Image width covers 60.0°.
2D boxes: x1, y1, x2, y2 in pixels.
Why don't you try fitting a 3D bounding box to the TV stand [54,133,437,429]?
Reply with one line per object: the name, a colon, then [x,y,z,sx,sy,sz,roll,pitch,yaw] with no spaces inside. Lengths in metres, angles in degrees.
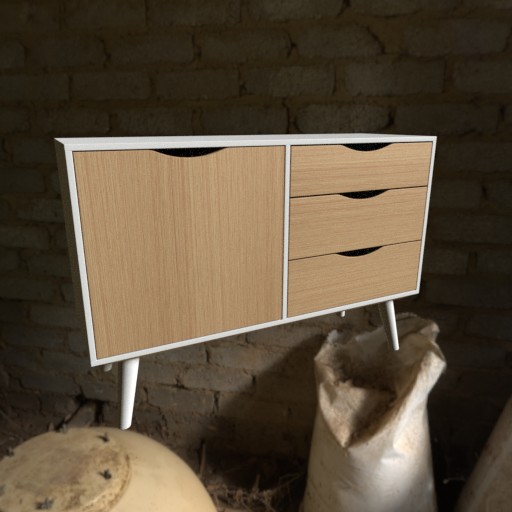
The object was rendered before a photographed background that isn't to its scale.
TV stand: [0.000,0.000,1.569,1.193,0.812,0.406,-8,19,-25]
